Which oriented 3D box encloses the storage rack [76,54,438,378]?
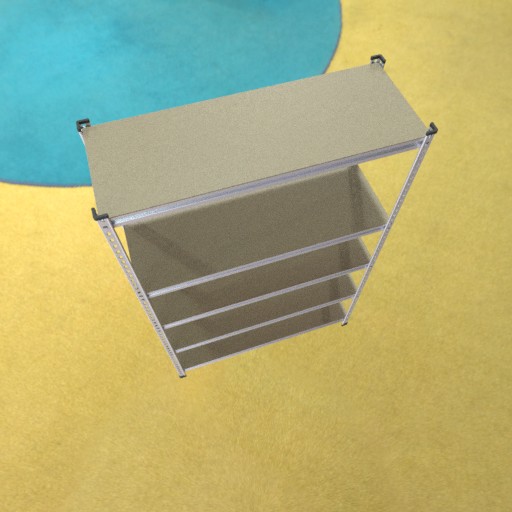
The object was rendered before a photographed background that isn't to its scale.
[{"bbox_3d":[0.000,0.000,2.370,1.219,1.829,0.457,-16,61,-9],"label":"storage rack"}]
